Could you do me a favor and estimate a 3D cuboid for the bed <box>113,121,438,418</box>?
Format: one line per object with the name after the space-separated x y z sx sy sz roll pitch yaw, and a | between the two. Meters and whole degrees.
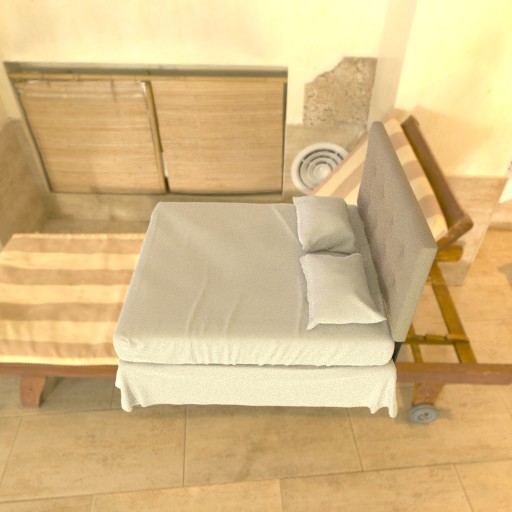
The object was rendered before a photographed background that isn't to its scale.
0.000 0.000 3.571 2.222 1.577 1.936 1 41 1 | bed
